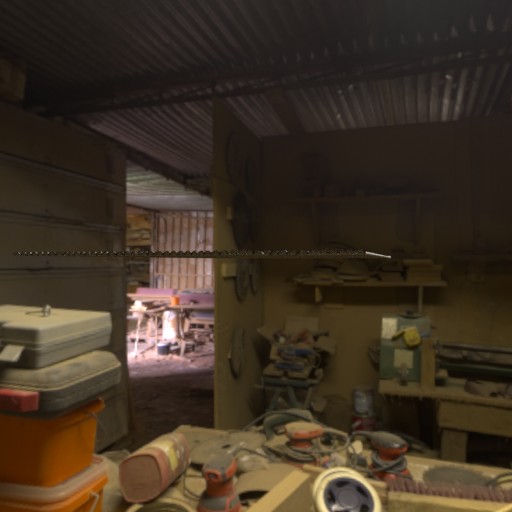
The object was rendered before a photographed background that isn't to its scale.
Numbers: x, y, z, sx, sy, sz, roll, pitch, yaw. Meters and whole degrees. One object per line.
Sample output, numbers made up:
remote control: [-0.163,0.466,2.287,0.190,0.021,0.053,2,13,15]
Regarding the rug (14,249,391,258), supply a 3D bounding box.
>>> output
rug: [0.000,0.000,2.906,1.613,0.017,2.312,0,-1,19]
